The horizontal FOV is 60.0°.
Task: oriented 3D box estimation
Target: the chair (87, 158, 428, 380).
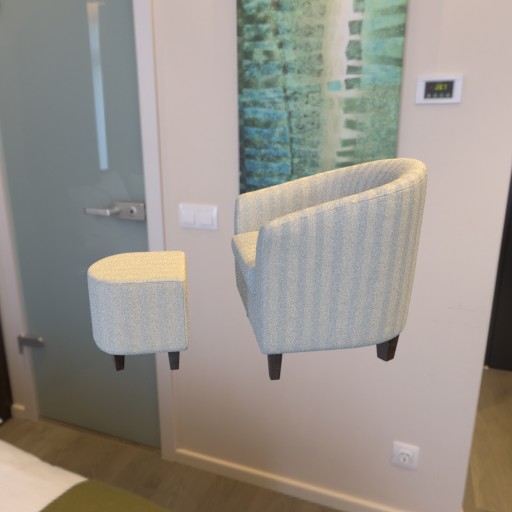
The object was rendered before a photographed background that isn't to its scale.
[{"bbox_3d":[0.000,0.000,1.773,1.288,0.757,0.756,-2,15,-9],"label":"chair"}]
